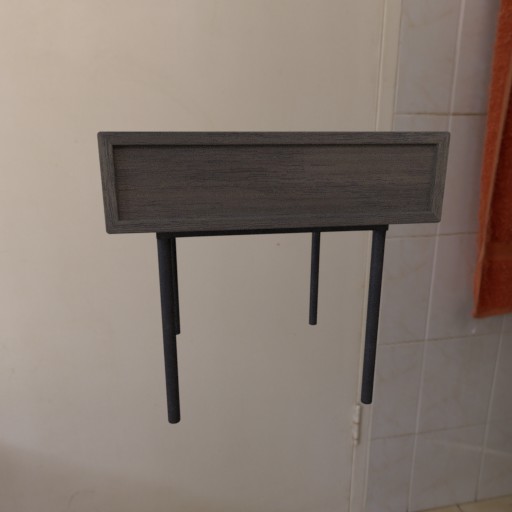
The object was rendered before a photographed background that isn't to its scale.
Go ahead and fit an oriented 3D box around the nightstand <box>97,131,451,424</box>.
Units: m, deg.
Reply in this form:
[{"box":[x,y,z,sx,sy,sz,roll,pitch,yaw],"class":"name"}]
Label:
[{"box":[0.000,0.000,0.919,0.502,0.497,0.503,-3,16,-9],"class":"nightstand"}]
